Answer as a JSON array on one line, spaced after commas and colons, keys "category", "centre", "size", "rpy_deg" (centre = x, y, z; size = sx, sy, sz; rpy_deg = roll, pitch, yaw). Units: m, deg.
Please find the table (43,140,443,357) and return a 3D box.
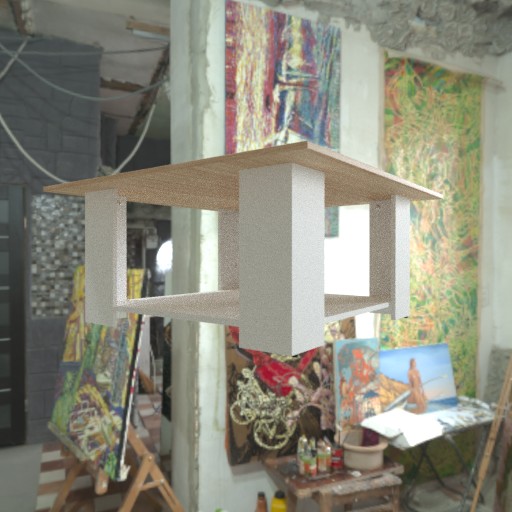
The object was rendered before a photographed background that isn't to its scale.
[{"category": "table", "centre": [0.000, 0.000, 1.043], "size": [0.670, 0.305, 0.670], "rpy_deg": [0, 0, 37]}]
